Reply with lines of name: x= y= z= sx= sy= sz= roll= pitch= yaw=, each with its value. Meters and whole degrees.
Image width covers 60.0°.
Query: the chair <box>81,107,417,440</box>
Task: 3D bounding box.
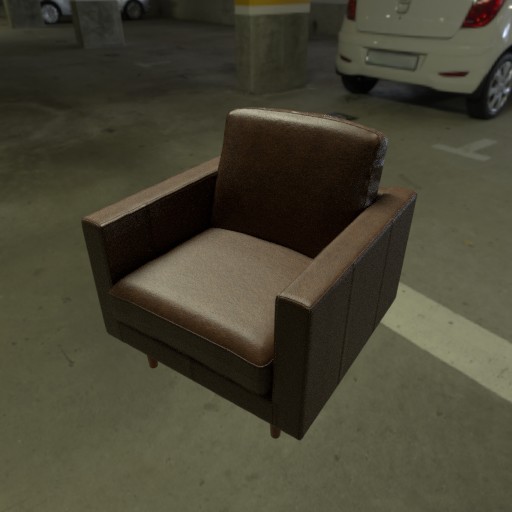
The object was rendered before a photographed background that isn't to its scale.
chair: x=0.000 y=0.000 z=1.696 sx=0.890 sy=0.956 sz=0.909 roll=19 pitch=37 yaw=28
